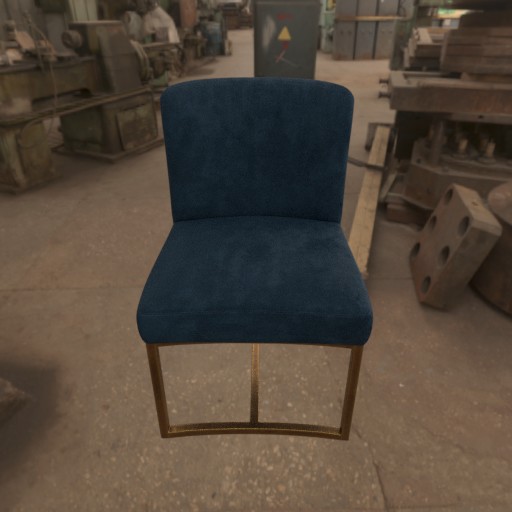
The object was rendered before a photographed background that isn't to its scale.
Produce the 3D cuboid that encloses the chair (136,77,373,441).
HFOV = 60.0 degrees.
[{"bbox_3d":[0.000,0.000,1.185,0.530,0.824,0.560,0,30,1],"label":"chair"}]
